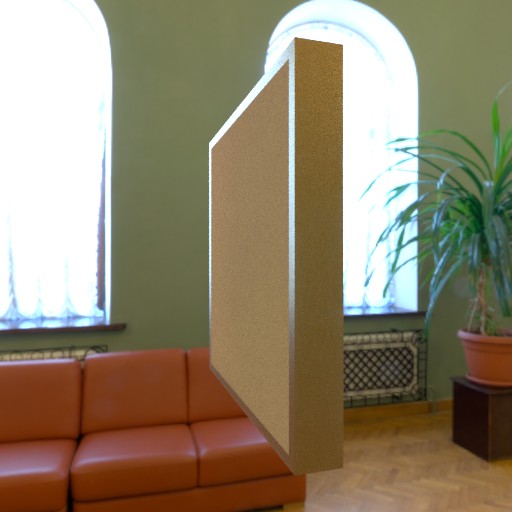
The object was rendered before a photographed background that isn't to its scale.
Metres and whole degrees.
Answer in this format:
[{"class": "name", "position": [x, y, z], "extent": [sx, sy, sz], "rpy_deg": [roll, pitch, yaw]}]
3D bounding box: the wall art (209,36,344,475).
[{"class": "wall art", "position": [0.000, 0.000, 0.459], "extent": [0.038, 0.305, 0.306], "rpy_deg": [0, 0, -17]}]
